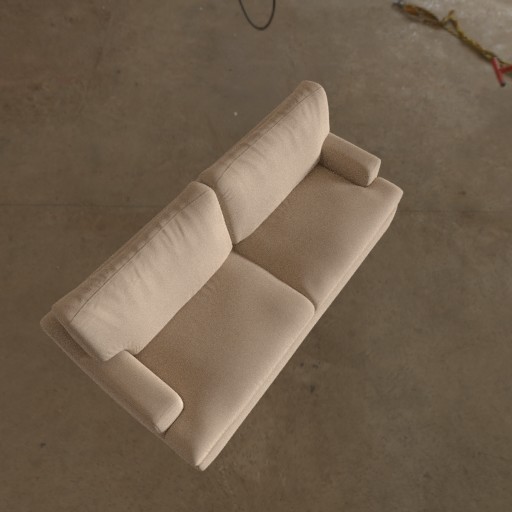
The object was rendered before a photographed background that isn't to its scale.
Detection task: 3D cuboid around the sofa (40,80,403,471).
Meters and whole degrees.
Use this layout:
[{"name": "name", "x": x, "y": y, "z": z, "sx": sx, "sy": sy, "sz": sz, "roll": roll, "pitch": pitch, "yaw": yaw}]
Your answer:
[{"name": "sofa", "x": 0.000, "y": 0.000, "z": 2.596, "sx": 0.929, "sy": 0.925, "sz": 2.147, "roll": 33, "pitch": 64, "yaw": 19}]
